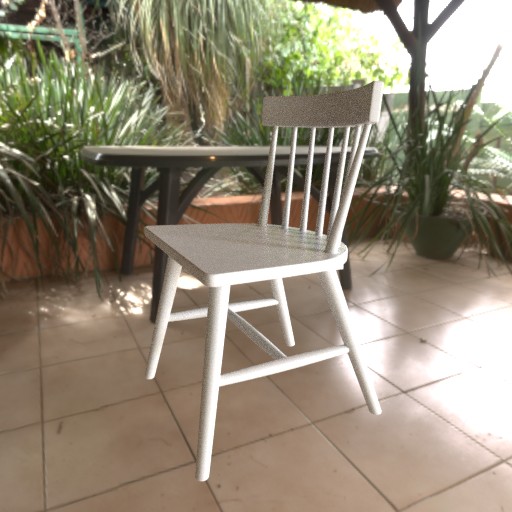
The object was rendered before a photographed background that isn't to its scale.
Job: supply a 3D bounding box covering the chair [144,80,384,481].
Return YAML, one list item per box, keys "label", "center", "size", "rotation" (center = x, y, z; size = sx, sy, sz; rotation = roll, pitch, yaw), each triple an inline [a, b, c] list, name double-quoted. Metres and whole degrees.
- label: "chair"
  center: [0.000, 0.000, 1.102]
  size: [0.500, 0.787, 0.483]
  rotation: [-8, 17, -26]
